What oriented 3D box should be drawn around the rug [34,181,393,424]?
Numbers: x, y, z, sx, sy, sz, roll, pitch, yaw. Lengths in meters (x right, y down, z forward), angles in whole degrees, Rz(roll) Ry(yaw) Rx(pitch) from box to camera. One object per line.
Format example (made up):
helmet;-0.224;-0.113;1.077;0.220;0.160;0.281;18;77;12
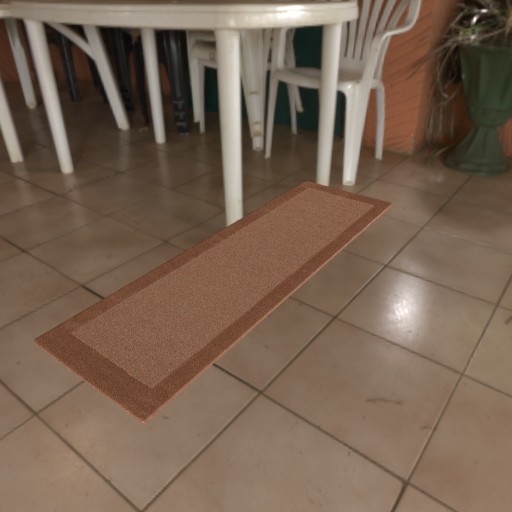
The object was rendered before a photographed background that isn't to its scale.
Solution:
rug;0.000;0.000;2.687;0.764;0.017;2.439;21;37;31
